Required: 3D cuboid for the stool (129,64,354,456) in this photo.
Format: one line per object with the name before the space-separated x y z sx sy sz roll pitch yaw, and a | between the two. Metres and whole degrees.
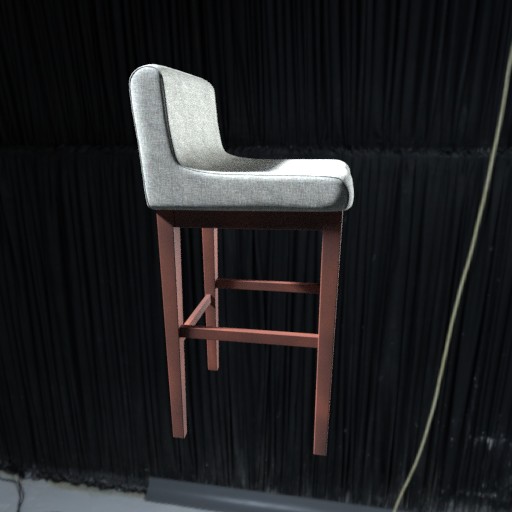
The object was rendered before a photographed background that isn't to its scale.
stool | 0.000 0.000 1.243 0.499 0.965 0.426 3 17 10
